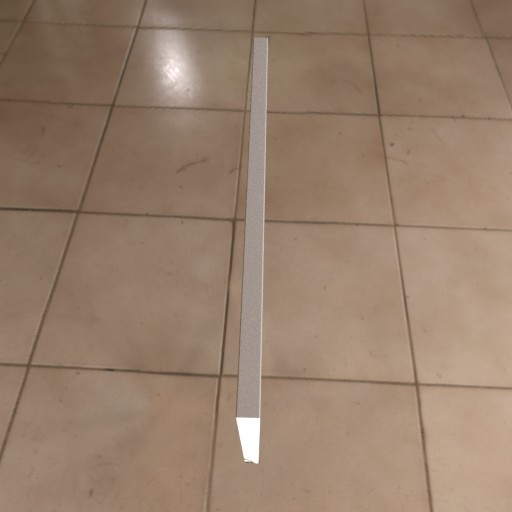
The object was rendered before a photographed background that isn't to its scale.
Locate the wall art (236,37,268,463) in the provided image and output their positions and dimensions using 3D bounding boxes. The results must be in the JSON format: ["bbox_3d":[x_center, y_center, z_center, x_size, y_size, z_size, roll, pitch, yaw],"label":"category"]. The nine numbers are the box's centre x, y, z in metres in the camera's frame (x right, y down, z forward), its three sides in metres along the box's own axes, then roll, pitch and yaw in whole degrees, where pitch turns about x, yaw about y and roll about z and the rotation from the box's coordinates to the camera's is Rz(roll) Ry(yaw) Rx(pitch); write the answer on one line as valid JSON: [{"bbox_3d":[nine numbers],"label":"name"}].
[{"bbox_3d":[0.000,0.000,1.124,0.038,0.601,0.898,1,59,1],"label":"wall art"}]
